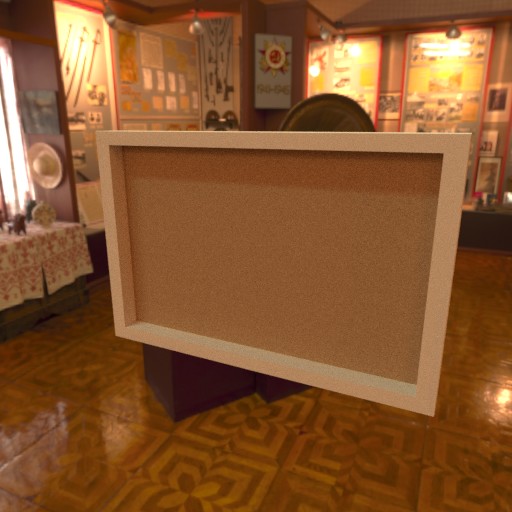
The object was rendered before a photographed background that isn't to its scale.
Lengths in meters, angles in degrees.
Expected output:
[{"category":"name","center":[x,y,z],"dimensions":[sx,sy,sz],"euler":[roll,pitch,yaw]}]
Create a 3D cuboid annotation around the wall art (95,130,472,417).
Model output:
[{"category":"wall art","center":[0.000,0.000,0.471],"dimensions":[0.384,0.254,0.039],"euler":[8,18,25]}]
